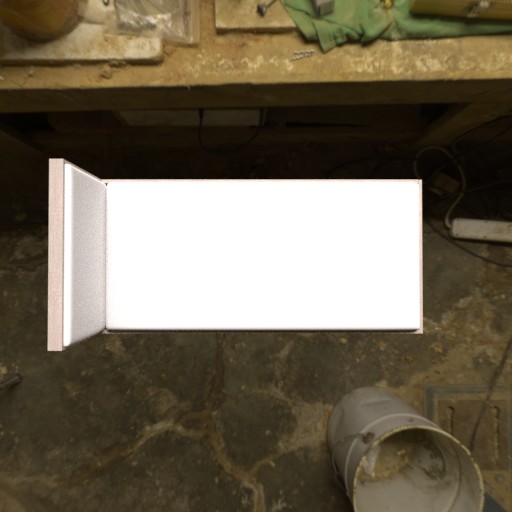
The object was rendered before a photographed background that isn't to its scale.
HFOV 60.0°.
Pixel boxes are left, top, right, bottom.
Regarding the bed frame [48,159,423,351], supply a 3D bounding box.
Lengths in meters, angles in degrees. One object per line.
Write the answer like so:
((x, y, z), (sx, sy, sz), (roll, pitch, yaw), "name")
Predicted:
((0.000, 0.000, 2.744), (2.140, 0.920, 0.990), (0, 89, 0), "bed frame")
